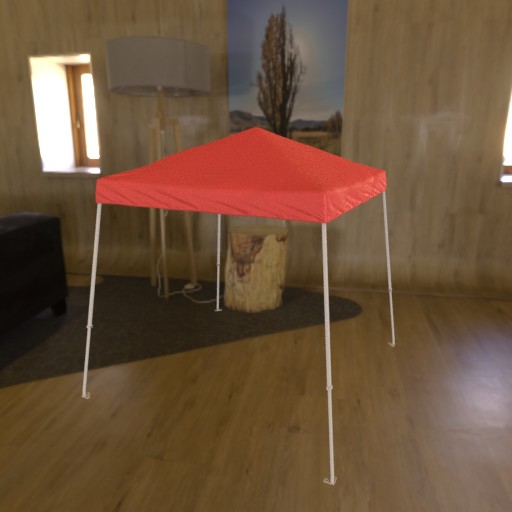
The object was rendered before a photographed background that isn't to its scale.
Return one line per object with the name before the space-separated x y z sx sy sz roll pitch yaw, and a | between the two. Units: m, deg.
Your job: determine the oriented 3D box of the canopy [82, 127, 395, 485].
canopy | 0.000 0.000 6.441 3.600 3.600 3.599 7 17 26
